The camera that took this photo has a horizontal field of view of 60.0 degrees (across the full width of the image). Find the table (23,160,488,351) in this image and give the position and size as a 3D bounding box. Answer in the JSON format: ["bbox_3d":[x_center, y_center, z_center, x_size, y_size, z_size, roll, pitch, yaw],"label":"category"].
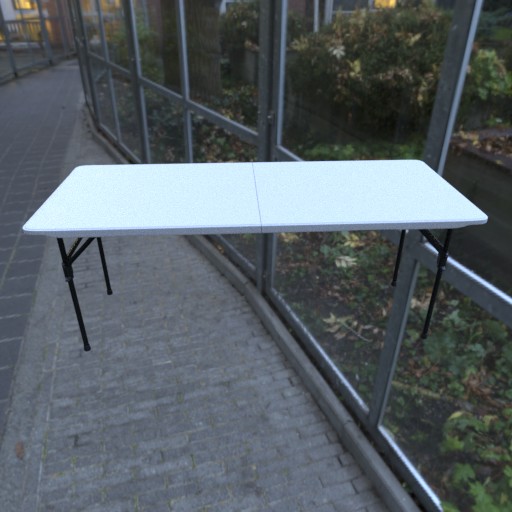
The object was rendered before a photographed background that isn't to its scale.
[{"bbox_3d":[0.000,0.000,2.212,1.829,0.719,0.761,-2,30,-3],"label":"table"}]
